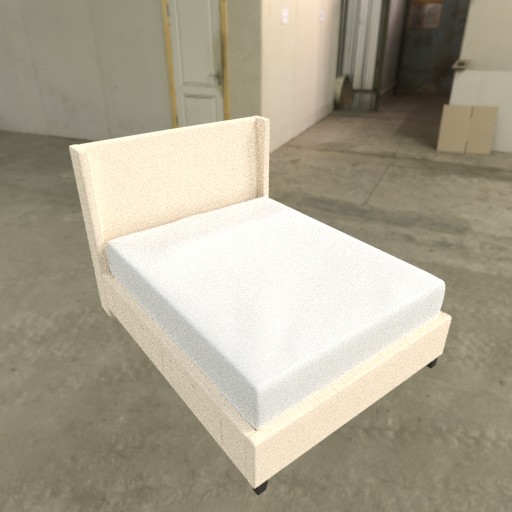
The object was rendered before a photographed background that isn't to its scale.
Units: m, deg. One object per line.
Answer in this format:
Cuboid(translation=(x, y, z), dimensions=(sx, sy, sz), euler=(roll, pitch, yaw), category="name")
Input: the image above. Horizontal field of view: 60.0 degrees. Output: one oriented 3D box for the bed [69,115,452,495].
Cuboid(translation=(0.000, 0.000, 3.318), dimensions=(1.765, 1.471, 2.280), euler=(-20, 35, -32), category="bed")
